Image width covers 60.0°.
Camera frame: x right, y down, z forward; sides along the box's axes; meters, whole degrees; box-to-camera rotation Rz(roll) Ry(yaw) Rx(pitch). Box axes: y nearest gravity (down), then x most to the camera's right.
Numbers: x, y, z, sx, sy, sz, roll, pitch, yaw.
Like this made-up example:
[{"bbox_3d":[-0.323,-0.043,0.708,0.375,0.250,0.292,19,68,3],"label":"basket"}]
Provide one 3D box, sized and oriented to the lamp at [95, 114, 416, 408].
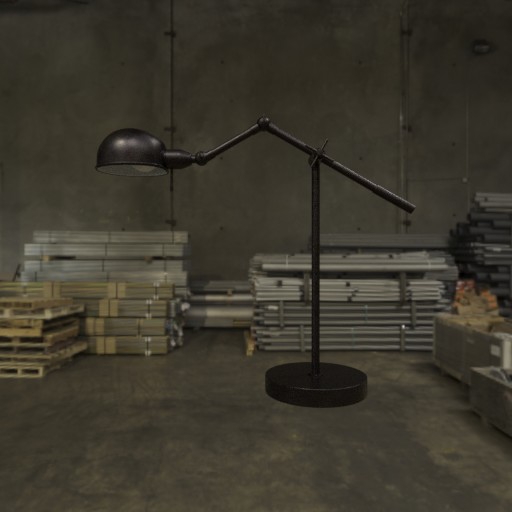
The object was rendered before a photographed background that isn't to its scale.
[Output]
[{"bbox_3d":[0.000,0.000,0.814,0.567,0.495,0.185,0,0,0],"label":"lamp"}]
